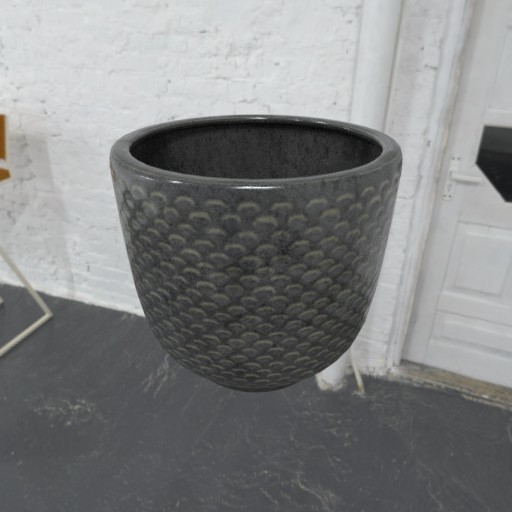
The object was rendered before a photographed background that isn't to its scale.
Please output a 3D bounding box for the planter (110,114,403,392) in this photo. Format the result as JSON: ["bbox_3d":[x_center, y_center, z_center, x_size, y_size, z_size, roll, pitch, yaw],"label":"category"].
[{"bbox_3d":[0.000,0.000,0.247,0.140,0.129,0.140,0,28,0],"label":"planter"}]
